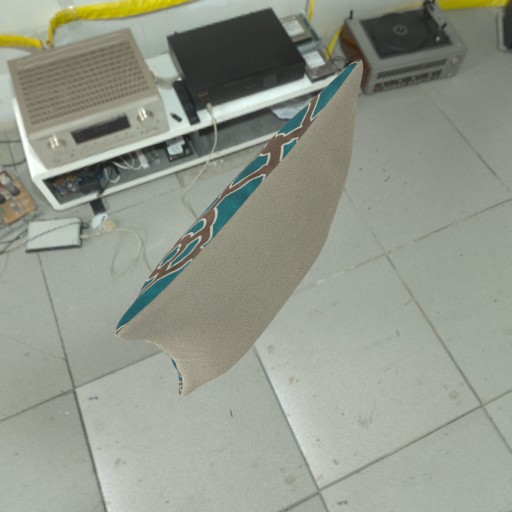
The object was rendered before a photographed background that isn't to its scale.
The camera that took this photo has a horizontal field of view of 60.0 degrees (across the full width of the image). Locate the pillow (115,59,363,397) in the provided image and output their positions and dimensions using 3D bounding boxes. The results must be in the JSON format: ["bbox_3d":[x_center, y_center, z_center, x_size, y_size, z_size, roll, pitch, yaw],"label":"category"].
[{"bbox_3d":[0.000,0.000,0.799,0.166,0.507,0.526,33,69,15],"label":"pillow"}]
